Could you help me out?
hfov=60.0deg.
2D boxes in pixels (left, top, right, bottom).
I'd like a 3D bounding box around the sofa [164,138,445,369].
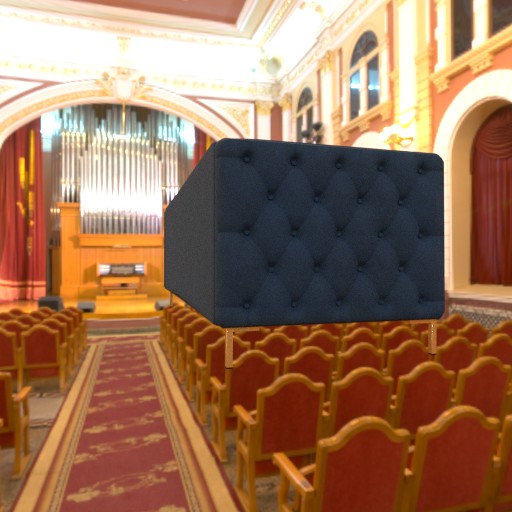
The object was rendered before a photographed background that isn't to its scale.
[{"bbox_3d":[0.000,0.000,2.582,0.895,0.771,2.209,0,-1,-16],"label":"sofa"}]
